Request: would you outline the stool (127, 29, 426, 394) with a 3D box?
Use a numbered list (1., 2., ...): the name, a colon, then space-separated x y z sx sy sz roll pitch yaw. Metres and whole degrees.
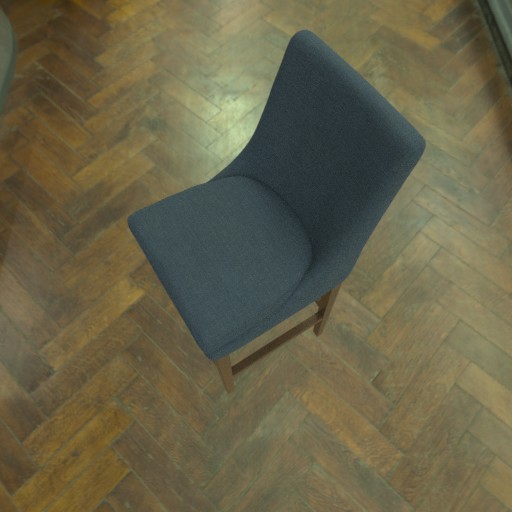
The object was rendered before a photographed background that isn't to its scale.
1. stool: 0.000 0.000 1.341 0.577 1.078 0.470 -30 67 -14
